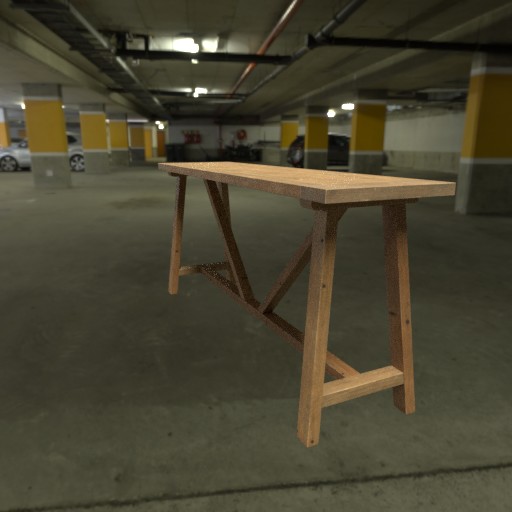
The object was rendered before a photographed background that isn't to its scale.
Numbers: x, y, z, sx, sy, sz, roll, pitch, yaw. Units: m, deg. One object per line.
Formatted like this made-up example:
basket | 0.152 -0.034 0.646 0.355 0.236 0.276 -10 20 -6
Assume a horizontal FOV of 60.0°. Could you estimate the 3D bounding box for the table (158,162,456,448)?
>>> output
table | 0.000 0.000 2.113 0.465 0.810 1.800 -7 16 -25
